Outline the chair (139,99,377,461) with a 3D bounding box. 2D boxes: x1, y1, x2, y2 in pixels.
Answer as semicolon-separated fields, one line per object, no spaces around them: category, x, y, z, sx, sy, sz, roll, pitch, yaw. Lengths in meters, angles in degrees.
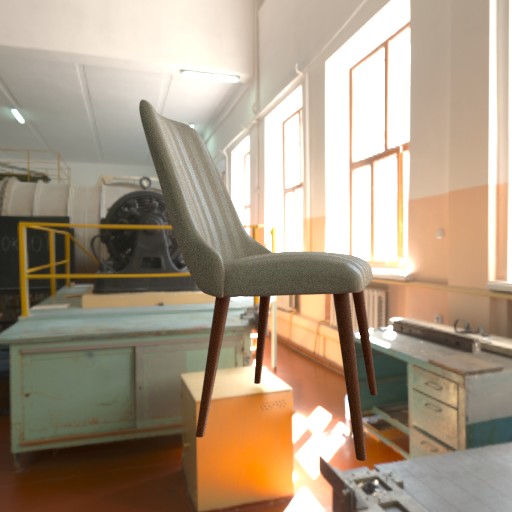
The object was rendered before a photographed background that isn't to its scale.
chair;0.000;0.000;1.335;0.684;0.917;0.526;0;1;18
